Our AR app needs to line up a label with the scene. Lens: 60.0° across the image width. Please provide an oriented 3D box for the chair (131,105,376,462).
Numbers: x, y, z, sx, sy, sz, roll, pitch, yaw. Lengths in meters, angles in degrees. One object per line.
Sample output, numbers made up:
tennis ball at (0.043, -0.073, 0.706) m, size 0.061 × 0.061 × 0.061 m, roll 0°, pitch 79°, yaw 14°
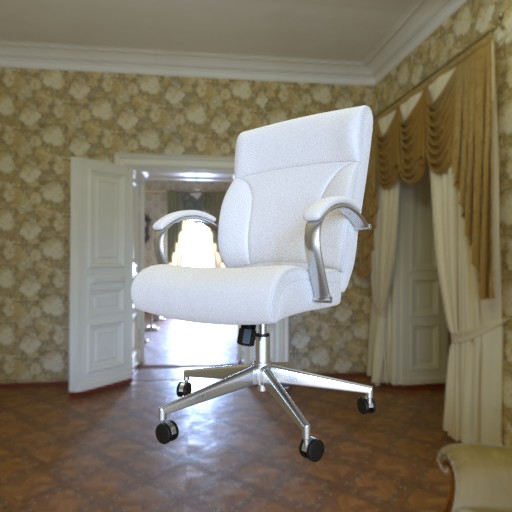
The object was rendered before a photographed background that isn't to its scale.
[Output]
chair at (0.000, 0.000, 1.553) m, size 0.727 × 1.099 × 0.745 m, roll 0°, pitch -1°, yaw 37°
